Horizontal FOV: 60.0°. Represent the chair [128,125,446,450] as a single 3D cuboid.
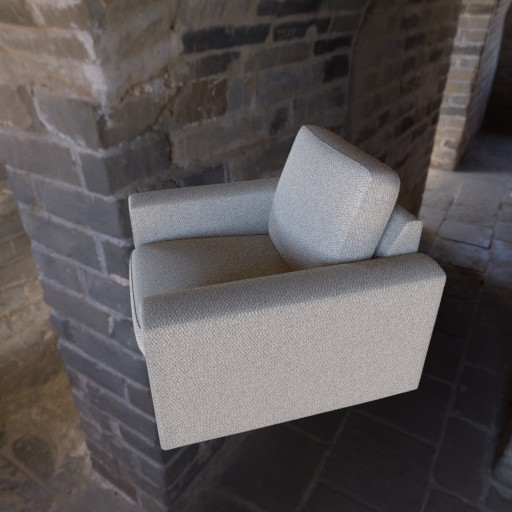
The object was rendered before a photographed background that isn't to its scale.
[{"bbox_3d":[0.000,0.000,1.793,1.016,0.873,1.005,-8,32,-14],"label":"chair"}]
